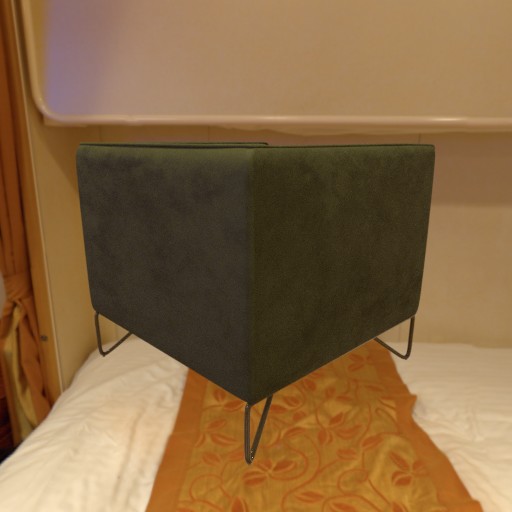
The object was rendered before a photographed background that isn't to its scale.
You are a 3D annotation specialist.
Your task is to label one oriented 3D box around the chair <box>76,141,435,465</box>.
[{"bbox_3d":[0.000,0.000,1.583,0.894,0.790,0.880,-14,20,-42],"label":"chair"}]
